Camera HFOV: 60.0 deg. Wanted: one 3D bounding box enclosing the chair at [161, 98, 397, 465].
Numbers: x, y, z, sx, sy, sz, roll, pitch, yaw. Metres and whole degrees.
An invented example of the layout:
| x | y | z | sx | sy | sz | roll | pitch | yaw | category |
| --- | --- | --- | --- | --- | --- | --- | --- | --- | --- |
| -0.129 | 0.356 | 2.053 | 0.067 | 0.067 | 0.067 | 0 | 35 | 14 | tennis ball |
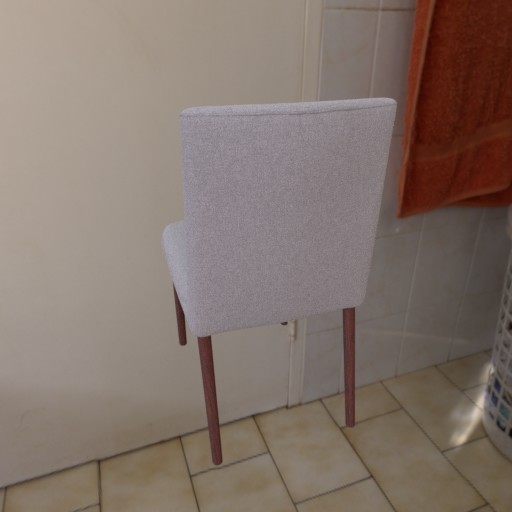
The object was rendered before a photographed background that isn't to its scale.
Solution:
| x | y | z | sx | sy | sz | roll | pitch | yaw | category |
| --- | --- | --- | --- | --- | --- | --- | --- | --- | --- |
| 0.000 | 0.000 | 1.193 | 0.456 | 0.859 | 0.570 | -9 | 28 | -16 | chair |
